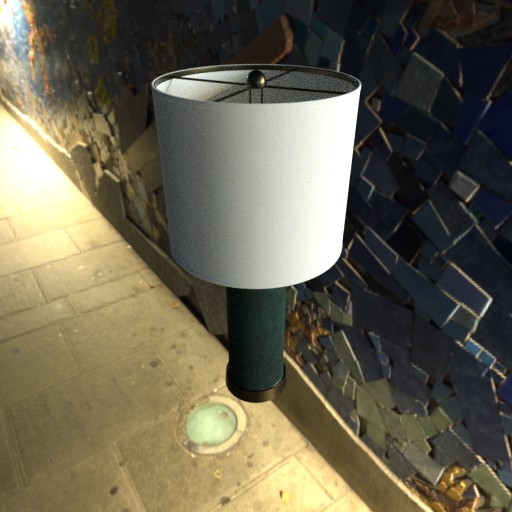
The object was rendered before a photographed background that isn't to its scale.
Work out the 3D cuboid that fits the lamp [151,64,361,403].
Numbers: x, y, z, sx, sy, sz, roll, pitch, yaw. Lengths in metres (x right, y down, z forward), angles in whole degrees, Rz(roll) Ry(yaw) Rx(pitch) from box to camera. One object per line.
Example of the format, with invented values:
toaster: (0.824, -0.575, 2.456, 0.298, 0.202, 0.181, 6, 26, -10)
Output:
lamp: (0.000, 0.000, 0.805, 0.301, 0.630, 0.301, -10, 33, -16)
